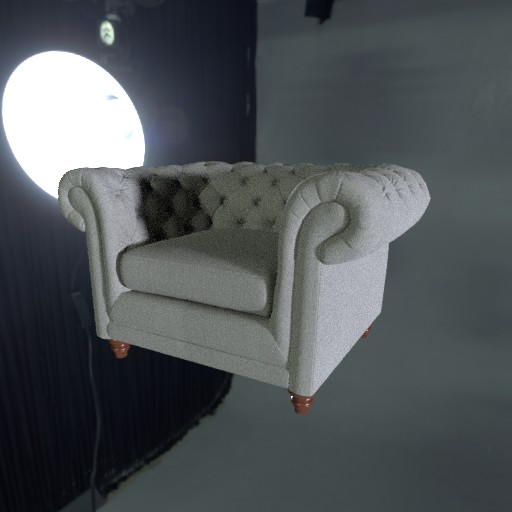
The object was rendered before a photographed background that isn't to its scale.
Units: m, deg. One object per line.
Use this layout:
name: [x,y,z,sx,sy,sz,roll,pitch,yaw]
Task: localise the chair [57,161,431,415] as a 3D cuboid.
chair: [0.000,0.000,1.892,1.270,0.770,0.976,7,15,29]
